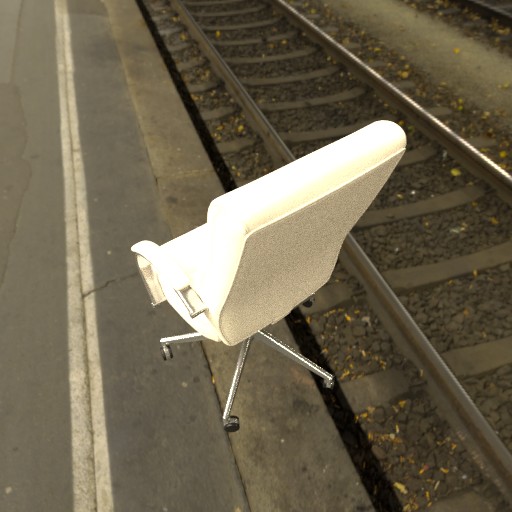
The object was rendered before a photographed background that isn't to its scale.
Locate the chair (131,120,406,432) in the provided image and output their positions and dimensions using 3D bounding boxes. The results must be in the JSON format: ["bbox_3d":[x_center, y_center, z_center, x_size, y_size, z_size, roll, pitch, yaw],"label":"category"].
[{"bbox_3d":[0.000,0.000,1.575,0.727,1.099,0.745,-30,52,-27],"label":"chair"}]
